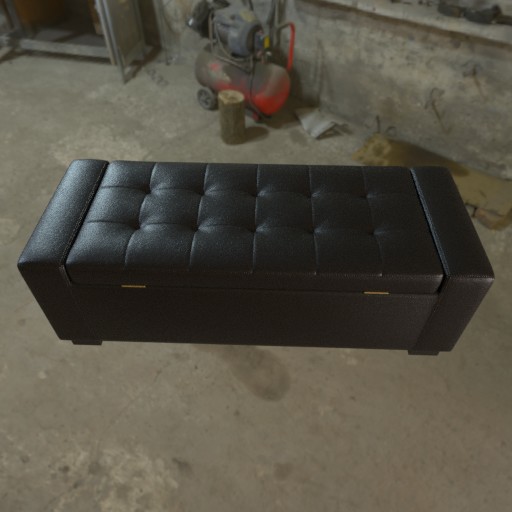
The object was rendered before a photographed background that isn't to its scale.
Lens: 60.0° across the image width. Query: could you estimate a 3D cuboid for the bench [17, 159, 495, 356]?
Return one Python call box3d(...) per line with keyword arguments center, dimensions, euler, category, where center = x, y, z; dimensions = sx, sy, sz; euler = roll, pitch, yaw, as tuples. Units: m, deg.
box3d(center=(0.000, 0.000, 1.502), dimensions=(1.296, 0.445, 0.508), euler=(1, 47, 1), category="bench")
